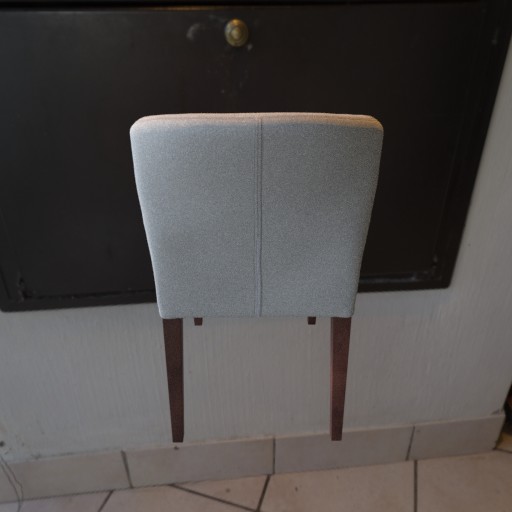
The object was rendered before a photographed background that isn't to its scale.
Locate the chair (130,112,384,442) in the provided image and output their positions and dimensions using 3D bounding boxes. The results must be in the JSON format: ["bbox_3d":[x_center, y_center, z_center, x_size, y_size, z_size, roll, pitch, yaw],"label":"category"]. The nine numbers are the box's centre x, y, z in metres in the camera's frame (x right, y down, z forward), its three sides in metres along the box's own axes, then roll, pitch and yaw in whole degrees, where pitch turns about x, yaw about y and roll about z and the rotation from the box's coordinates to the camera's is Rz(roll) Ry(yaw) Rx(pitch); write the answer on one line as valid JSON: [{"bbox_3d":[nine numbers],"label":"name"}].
[{"bbox_3d":[0.000,0.000,1.170,0.491,0.839,0.592,0,29,-1],"label":"chair"}]
